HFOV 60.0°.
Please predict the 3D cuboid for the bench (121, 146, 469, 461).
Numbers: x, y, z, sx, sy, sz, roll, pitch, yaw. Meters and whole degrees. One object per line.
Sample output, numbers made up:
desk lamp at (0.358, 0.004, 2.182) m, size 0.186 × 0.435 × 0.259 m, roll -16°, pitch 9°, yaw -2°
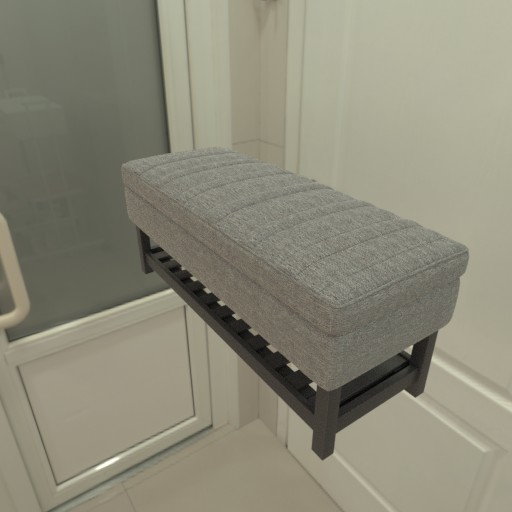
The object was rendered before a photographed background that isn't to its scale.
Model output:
bench at (0.000, 0.000, 1.350) m, size 0.429 × 0.470 × 1.100 m, roll -18°, pitch 33°, yaw -30°
